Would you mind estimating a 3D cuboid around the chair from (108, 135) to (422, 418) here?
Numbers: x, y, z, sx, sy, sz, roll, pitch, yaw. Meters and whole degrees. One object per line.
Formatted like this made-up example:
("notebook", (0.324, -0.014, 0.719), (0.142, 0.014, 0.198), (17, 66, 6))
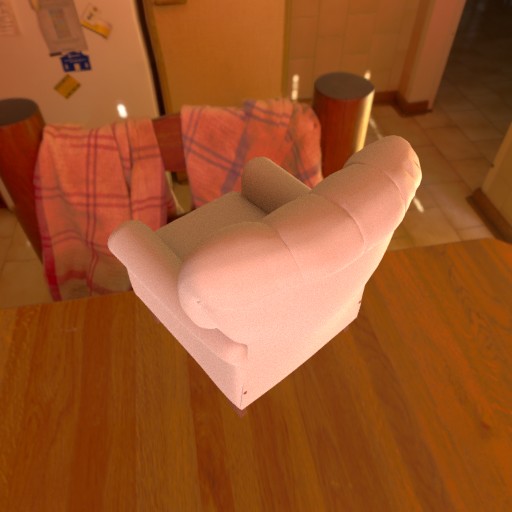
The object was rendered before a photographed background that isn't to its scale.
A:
("chair", (0.000, 0.000, 2.082), (1.090, 1.217, 1.128), (-32, 55, -27))
